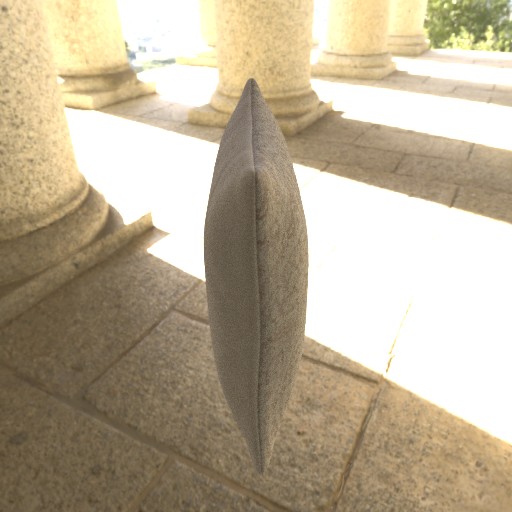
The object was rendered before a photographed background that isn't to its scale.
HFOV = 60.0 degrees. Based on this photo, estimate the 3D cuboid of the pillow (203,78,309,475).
[{"bbox_3d":[0.000,0.000,0.794,0.166,0.510,0.523,-1,32,-1],"label":"pillow"}]
